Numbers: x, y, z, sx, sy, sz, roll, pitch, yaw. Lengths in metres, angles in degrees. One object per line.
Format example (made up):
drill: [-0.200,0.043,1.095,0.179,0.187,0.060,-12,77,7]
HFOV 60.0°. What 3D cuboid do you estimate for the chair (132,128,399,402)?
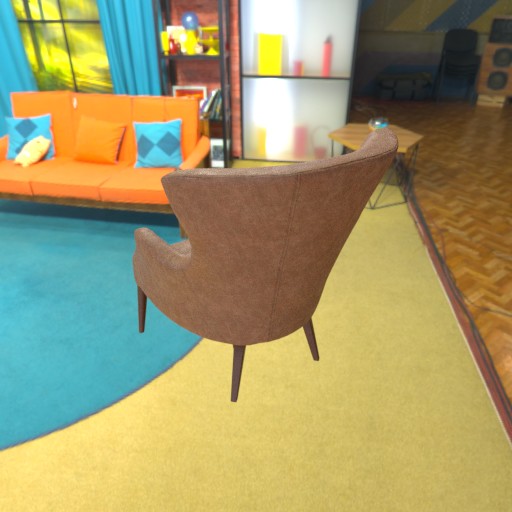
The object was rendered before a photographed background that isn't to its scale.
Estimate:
chair: [0.000,0.000,1.763,0.846,1.067,0.955,-18,36,-27]
